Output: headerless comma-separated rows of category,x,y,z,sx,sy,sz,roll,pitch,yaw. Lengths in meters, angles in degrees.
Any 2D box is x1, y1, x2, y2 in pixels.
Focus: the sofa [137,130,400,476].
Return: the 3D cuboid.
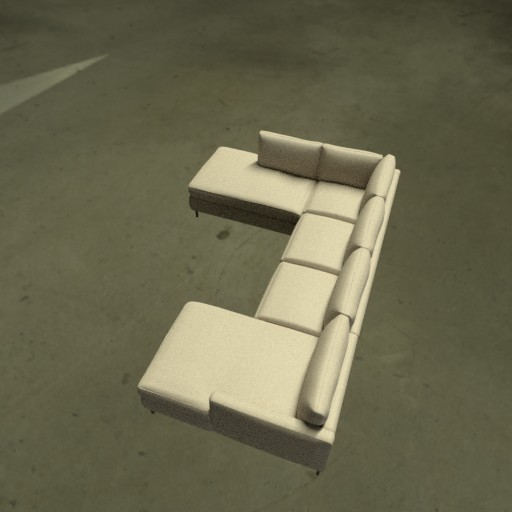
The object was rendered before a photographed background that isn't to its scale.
sofa,0.000,0.000,3.601,1.879,0.756,2.737,15,48,14
